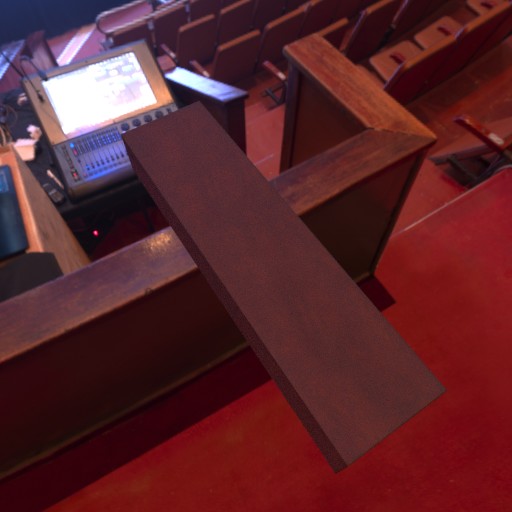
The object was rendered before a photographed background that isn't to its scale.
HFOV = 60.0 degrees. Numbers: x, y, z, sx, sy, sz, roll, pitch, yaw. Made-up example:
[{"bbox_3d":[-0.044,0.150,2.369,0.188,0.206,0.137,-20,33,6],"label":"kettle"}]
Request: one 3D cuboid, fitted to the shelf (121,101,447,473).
[{"bbox_3d":[0.000,0.000,0.677,0.152,0.088,0.607,-29,63,-16],"label":"shelf"}]
